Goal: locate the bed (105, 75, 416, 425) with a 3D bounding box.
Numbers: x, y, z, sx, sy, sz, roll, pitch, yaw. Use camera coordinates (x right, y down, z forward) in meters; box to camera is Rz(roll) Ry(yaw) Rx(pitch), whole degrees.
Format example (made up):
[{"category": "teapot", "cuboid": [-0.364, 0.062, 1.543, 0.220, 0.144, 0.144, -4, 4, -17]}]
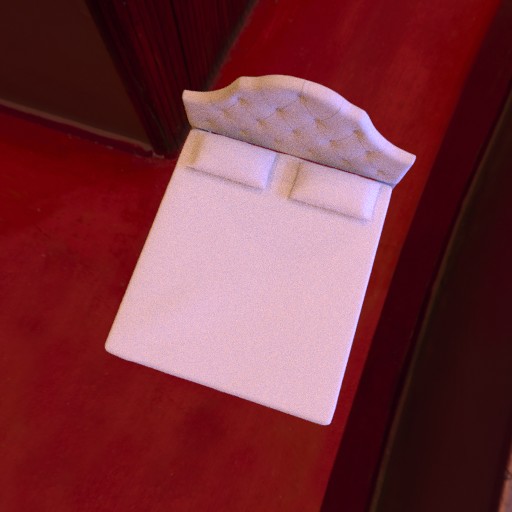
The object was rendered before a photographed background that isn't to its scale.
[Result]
[{"category": "bed", "cuboid": [0.000, 0.000, 3.573, 2.008, 1.615, 2.214, 17, 76, 4]}]
